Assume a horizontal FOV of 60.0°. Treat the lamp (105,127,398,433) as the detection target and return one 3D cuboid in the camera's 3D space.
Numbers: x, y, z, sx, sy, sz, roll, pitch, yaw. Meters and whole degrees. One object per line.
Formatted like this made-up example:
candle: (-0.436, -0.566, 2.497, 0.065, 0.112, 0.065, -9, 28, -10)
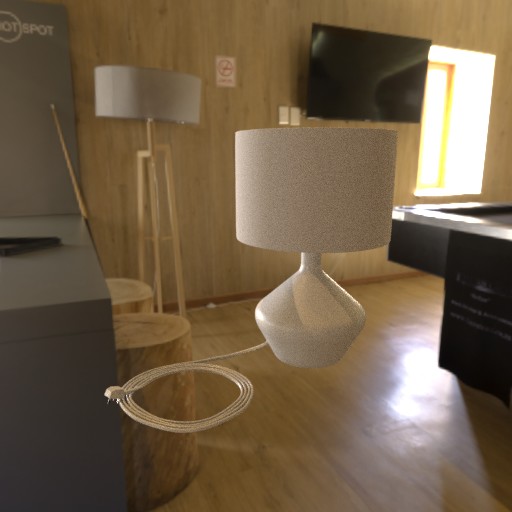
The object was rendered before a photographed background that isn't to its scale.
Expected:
lamp: (0.000, 0.000, 0.838, 0.546, 0.457, 0.401, -2, 13, -8)
